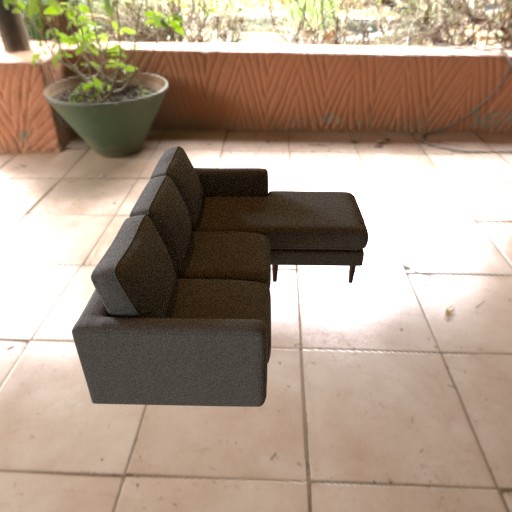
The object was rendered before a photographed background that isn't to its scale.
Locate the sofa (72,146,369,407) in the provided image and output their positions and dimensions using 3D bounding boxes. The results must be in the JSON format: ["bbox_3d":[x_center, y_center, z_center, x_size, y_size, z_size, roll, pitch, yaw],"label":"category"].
[{"bbox_3d":[0.000,0.000,3.011,1.667,0.957,2.055,1,33,1],"label":"sofa"}]
